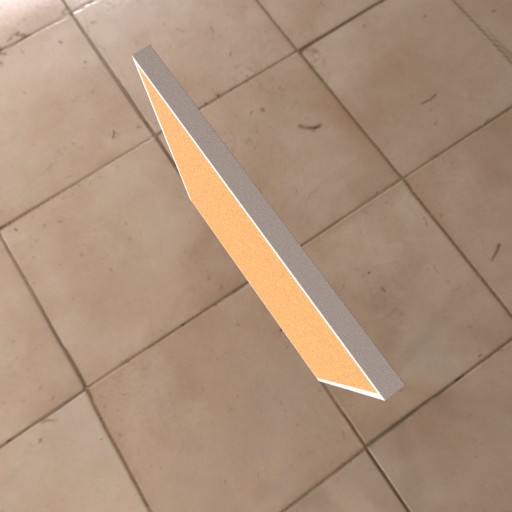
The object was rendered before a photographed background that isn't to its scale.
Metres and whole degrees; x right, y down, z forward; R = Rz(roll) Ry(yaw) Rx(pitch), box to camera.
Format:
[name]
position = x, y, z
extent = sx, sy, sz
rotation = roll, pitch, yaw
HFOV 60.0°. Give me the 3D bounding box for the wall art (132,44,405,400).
[wall art]
position = 0.000, 0.000, 1.146
extent = 0.041, 0.765, 0.768
rotation = -34, 79, -8
